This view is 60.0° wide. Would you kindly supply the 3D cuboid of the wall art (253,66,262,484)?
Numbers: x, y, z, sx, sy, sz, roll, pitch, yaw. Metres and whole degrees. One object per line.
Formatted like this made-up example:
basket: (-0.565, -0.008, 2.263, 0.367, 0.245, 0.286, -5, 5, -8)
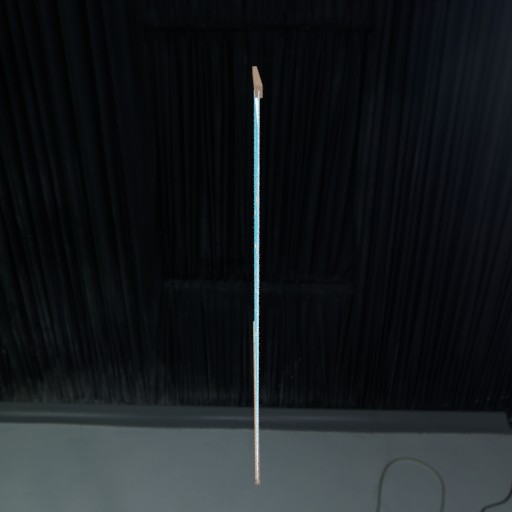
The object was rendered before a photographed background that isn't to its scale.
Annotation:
wall art: (0.000, 0.000, 1.331, 0.013, 1.016, 0.758, 0, 25, -1)
